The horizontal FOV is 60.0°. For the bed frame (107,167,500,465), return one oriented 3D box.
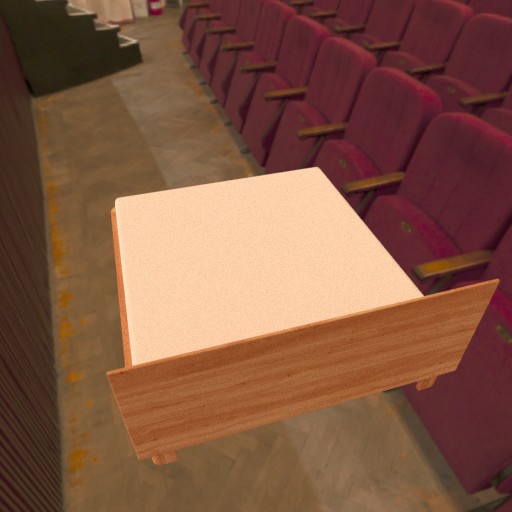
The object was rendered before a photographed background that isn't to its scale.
[{"bbox_3d":[0.000,0.000,3.033,1.872,0.940,2.092,-11,42,-13],"label":"bed frame"}]
